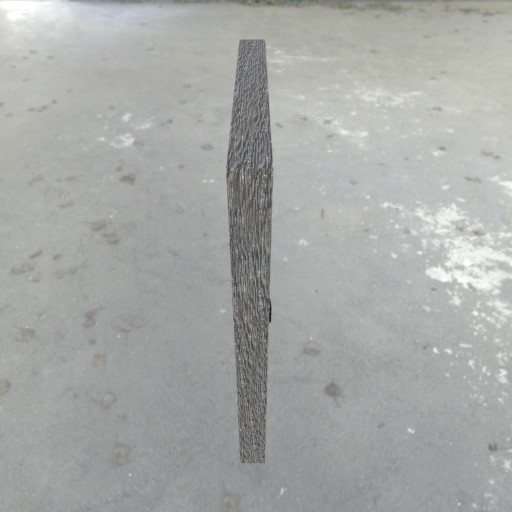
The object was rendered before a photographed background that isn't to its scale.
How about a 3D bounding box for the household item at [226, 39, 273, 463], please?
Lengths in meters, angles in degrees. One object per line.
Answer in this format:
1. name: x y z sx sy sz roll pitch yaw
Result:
1. household item: 0.000 0.000 0.276 0.020 0.210 0.160 0 40 0
